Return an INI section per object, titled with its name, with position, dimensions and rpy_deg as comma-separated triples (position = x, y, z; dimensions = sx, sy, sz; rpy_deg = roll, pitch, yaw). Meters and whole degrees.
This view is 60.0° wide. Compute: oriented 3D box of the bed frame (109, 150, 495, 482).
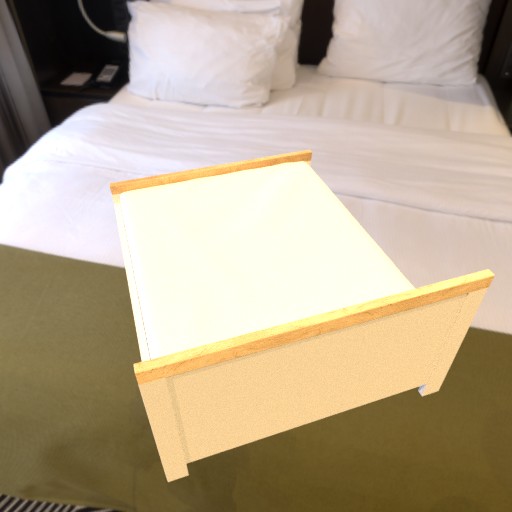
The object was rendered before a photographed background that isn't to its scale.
[bed frame]
position = 0.000, 0.000, 2.927
dimensions = 1.670, 0.980, 2.050
rpy_deg = -13, 43, -14
